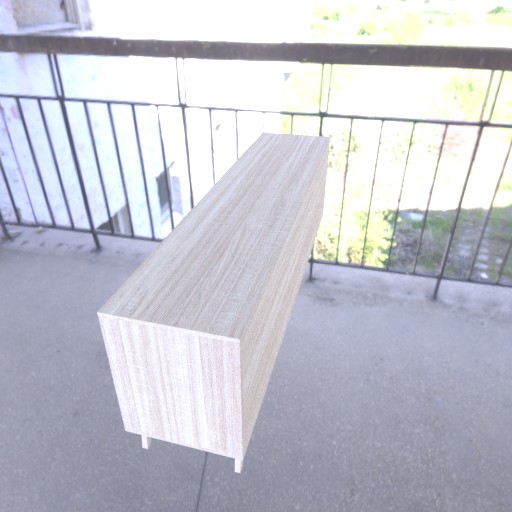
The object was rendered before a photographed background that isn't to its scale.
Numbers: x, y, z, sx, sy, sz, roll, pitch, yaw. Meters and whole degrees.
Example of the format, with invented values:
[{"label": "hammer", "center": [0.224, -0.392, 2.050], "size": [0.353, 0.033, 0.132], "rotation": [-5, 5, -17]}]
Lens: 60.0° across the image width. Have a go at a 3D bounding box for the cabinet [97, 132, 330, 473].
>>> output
[{"label": "cabinet", "center": [0.000, 0.000, 2.535], "size": [0.500, 0.780, 2.200], "rotation": [8, 32, 13]}]
